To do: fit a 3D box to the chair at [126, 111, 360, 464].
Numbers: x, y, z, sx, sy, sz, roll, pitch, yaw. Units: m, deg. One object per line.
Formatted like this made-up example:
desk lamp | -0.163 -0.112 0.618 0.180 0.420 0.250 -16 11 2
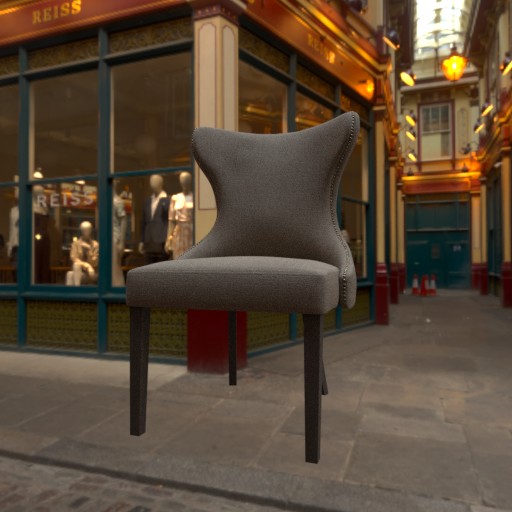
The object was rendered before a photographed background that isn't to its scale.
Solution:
chair | 0.000 0.000 1.403 0.628 0.967 0.635 0 0 19
